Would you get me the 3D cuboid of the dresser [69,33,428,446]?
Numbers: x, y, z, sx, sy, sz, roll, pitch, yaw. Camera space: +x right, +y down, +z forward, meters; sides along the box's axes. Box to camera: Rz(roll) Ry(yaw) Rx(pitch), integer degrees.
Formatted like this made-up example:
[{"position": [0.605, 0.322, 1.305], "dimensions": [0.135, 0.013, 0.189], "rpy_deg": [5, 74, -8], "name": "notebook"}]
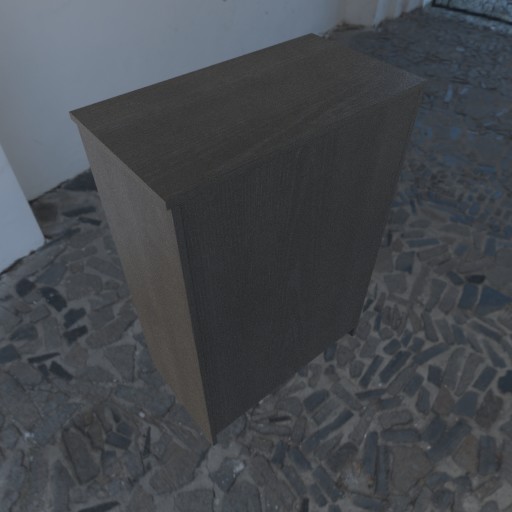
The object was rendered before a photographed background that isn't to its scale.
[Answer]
[{"position": [0.000, 0.000, 1.336], "dimensions": [0.700, 1.020, 0.398], "rpy_deg": [-30, 53, -26], "name": "dresser"}]
